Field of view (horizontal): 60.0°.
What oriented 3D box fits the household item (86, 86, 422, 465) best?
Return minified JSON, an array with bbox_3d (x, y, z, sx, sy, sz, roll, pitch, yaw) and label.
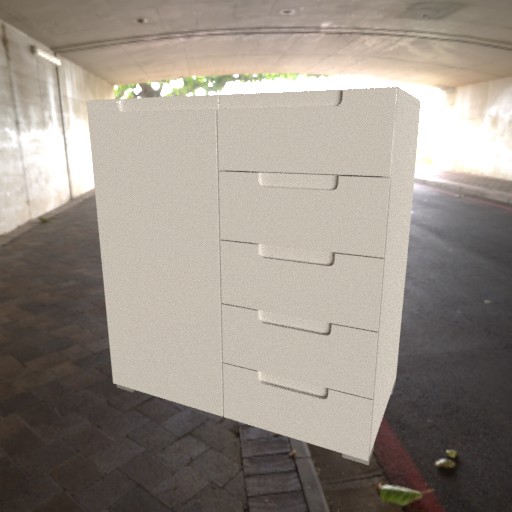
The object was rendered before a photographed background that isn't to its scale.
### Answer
[{"bbox_3d":[0.000,0.000,1.307,0.800,0.870,0.420,7,17,25],"label":"household item"}]
